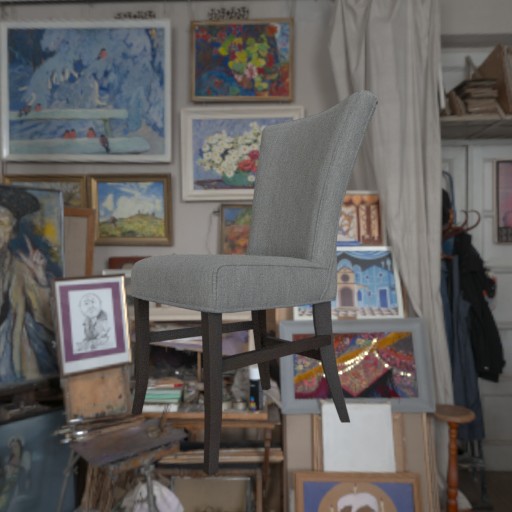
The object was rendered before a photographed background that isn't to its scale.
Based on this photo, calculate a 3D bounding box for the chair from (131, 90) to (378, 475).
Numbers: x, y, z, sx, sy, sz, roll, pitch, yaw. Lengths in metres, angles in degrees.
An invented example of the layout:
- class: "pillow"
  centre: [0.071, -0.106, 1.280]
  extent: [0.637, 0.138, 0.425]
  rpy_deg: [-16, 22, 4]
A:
- class: "chair"
  centre: [0.000, 0.000, 1.377]
  extent: [0.660, 0.991, 0.520]
  rpy_deg: [0, 0, -36]
